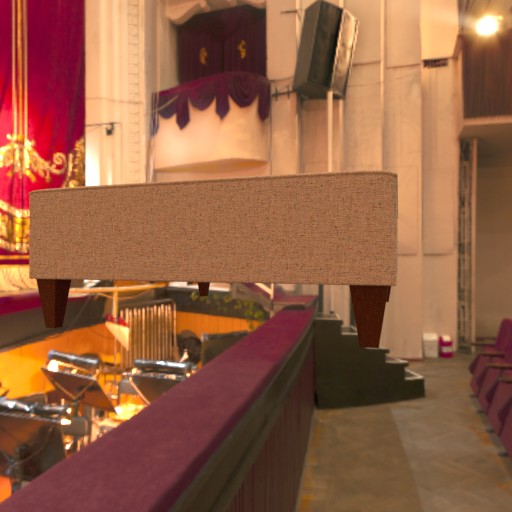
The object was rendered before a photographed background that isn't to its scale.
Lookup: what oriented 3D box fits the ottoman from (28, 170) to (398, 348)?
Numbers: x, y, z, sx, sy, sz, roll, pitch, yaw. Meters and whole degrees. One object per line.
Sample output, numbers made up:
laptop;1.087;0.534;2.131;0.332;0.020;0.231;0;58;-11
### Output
ottoman;0.000;0.000;1.207;0.736;0.303;0.835;0;0;18
